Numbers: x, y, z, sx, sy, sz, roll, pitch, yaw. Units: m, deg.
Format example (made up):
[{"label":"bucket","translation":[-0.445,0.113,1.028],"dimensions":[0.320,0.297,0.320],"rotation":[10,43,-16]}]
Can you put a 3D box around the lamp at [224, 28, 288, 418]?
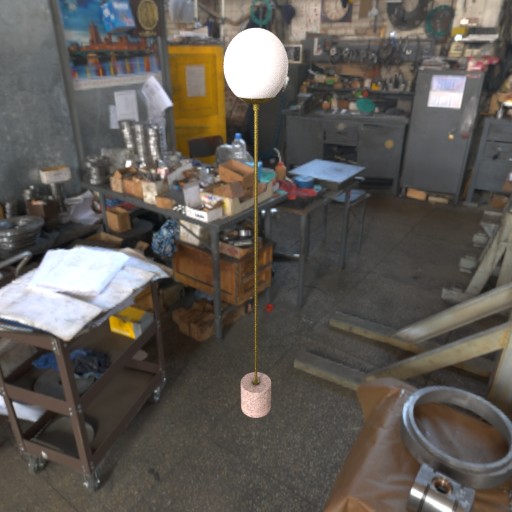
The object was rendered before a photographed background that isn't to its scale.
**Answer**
[{"label":"lamp","translation":[0.000,0.000,1.912],"dimensions":[0.229,1.748,0.229],"rotation":[1,27,1]}]
